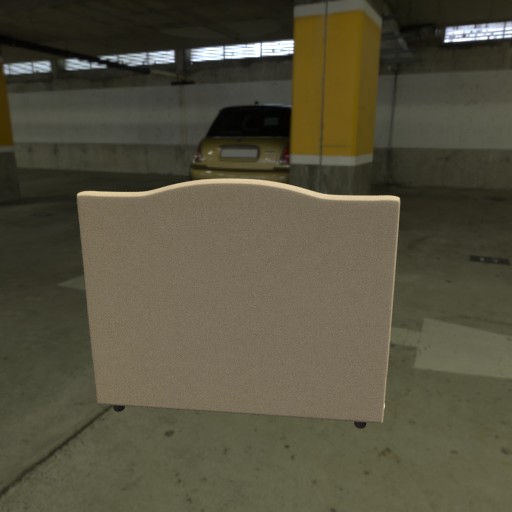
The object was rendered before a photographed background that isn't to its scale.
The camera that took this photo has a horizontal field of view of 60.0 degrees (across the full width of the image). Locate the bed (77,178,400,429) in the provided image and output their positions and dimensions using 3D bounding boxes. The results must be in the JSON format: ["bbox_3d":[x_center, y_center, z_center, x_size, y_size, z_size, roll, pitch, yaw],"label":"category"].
[{"bbox_3d":[0.000,0.000,3.537,1.821,1.436,2.282,2,16,6],"label":"bed"}]
